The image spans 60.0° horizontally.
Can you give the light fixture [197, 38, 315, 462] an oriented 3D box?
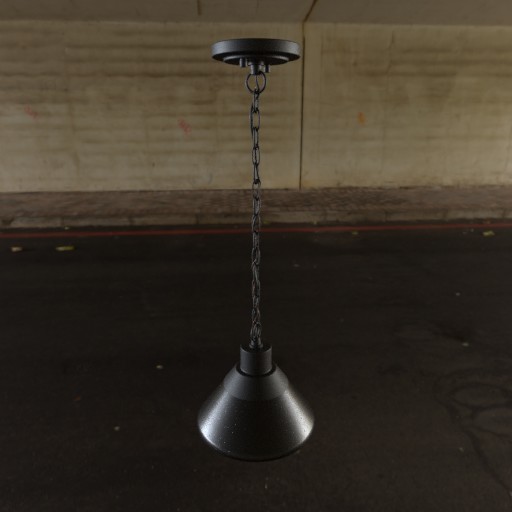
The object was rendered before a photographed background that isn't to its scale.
[{"bbox_3d":[0.000,0.000,0.680,0.201,0.588,0.201,8,18,26],"label":"light fixture"}]
